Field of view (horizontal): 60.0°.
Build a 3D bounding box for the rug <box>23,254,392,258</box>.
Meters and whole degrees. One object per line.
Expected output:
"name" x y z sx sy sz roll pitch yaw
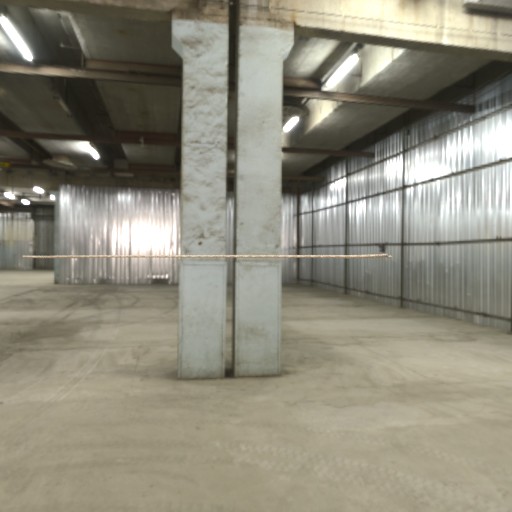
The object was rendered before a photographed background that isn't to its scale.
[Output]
"rug" 0.000 0.000 3.909 2.277 0.035 2.897 0 0 17
